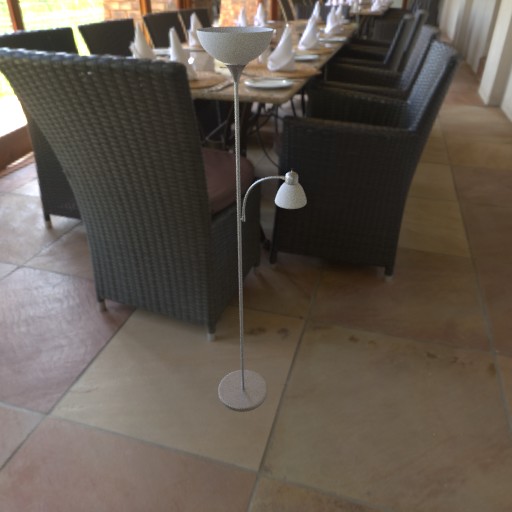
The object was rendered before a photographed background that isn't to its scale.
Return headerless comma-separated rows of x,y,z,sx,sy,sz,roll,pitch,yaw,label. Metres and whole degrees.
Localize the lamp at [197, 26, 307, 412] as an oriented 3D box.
0.000,0.000,1.982,0.425,1.804,0.279,11,33,17,lamp
